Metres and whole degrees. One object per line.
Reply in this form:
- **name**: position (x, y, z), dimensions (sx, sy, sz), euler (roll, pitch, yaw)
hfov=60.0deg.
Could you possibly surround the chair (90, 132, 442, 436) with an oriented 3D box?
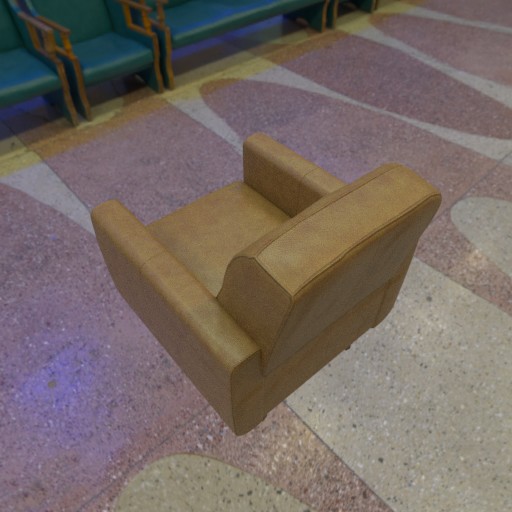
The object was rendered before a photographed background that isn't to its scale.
- **chair**: position (0.000, 0.000, 1.650), dimensions (0.845, 0.968, 0.942), euler (-32, 54, -26)
